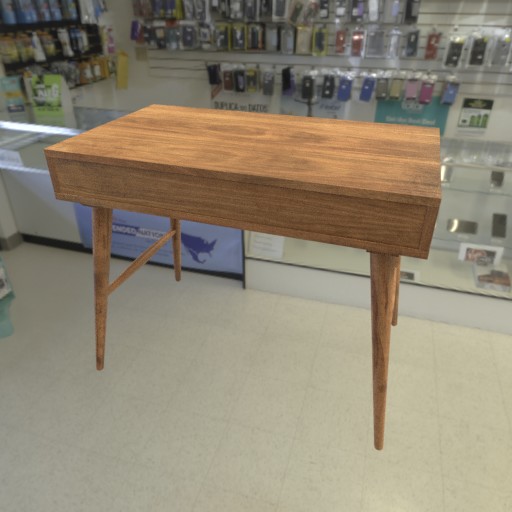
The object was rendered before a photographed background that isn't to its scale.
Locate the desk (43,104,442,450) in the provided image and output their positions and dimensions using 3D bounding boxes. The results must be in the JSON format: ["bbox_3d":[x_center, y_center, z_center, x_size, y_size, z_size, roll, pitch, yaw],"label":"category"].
[{"bbox_3d":[0.000,0.000,1.407,0.949,0.758,0.588,10,32,16],"label":"desk"}]
